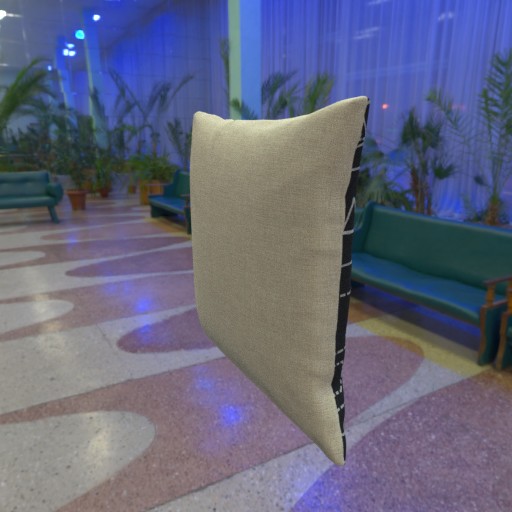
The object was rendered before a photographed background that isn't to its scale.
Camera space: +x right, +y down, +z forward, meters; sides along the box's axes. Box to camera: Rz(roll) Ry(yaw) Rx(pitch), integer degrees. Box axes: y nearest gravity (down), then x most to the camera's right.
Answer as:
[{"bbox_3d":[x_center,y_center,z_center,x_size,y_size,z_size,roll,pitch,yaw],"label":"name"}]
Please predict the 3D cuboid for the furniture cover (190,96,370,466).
[{"bbox_3d":[0.000,0.000,0.789,0.158,0.508,0.517,-9,18,-28],"label":"furniture cover"}]
